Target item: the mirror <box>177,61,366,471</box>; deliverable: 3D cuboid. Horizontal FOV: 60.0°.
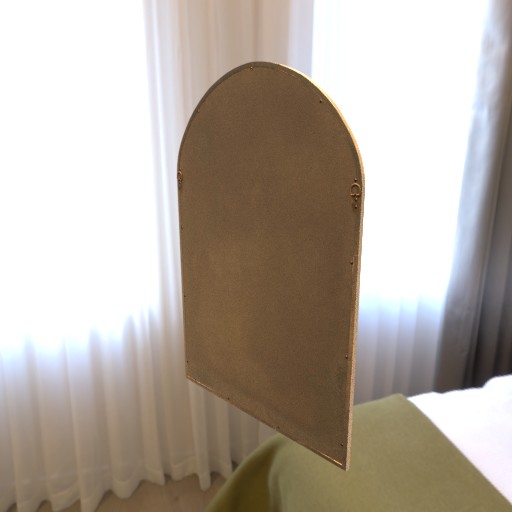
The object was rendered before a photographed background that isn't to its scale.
[{"bbox_3d":[0.000,0.000,1.130,0.609,0.915,0.032,13,19,43],"label":"mirror"}]
